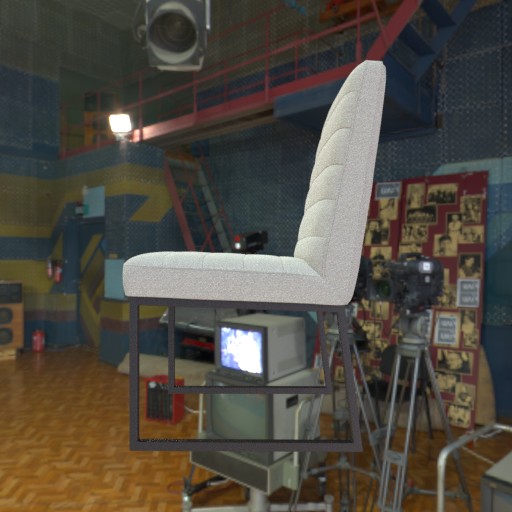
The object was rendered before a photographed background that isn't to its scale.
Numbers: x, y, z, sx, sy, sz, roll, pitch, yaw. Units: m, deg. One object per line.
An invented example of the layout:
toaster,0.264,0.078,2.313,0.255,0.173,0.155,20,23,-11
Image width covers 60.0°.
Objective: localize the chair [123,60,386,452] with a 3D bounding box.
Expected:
chair,0.000,0.000,1.284,0.634,0.930,0.520,0,0,1
